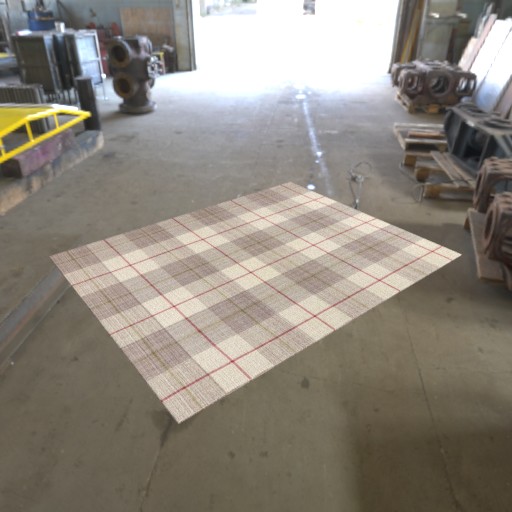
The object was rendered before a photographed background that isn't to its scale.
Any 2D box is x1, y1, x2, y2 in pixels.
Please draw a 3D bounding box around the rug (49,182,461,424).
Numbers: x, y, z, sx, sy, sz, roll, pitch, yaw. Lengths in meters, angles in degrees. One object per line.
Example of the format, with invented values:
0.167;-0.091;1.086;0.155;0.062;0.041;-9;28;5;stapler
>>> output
0.000;0.000;4.042;2.959;0.016;2.317;-22;37;-32;rug
